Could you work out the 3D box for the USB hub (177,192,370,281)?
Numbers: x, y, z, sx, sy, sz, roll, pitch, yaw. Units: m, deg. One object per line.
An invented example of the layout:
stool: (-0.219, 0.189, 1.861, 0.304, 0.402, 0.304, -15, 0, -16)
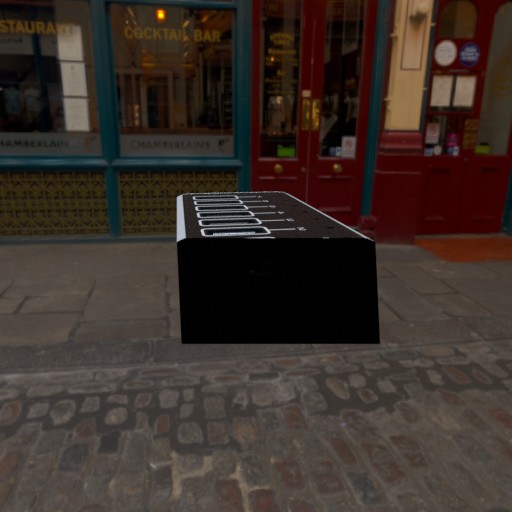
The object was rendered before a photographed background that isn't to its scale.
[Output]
USB hub: (0.000, 0.000, 0.128, 0.044, 0.023, 0.110, -3, 16, -9)
